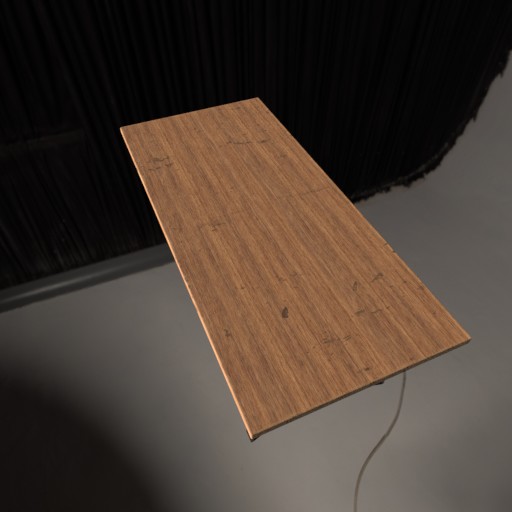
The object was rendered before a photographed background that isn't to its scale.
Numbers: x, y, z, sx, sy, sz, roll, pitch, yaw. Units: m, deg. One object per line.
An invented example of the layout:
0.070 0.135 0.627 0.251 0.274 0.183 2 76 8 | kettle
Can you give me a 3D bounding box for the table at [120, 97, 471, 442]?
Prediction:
0.000 0.000 2.664 1.000 0.757 2.200 -18 50 -16 | table
